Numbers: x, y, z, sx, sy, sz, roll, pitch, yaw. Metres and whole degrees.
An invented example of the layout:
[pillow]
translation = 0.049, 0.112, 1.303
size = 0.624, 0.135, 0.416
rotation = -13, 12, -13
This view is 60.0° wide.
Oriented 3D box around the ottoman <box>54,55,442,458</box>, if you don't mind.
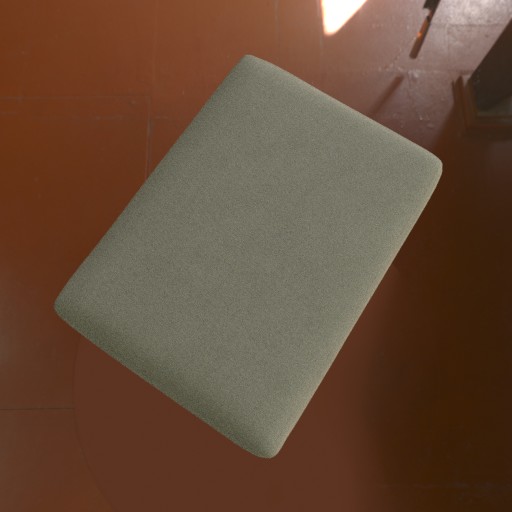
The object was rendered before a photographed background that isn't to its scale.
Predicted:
[ottoman]
translation = 0.000, 0.000, 1.158
size = 0.569, 0.504, 0.773
rotation = 32, 78, 8
